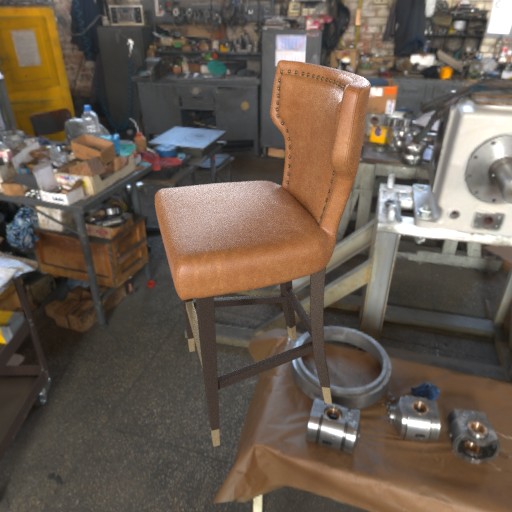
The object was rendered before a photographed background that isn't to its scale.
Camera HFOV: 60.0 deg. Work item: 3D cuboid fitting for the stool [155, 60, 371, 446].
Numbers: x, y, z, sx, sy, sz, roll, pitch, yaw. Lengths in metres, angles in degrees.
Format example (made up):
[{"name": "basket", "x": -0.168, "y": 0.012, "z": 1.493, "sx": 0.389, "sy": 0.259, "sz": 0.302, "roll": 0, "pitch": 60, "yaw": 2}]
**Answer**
[{"name": "stool", "x": 0.000, "y": 0.000, "z": 1.414, "sx": 0.563, "sy": 1.092, "sz": 0.526, "roll": -9, "pitch": 32, "yaw": -14}]
